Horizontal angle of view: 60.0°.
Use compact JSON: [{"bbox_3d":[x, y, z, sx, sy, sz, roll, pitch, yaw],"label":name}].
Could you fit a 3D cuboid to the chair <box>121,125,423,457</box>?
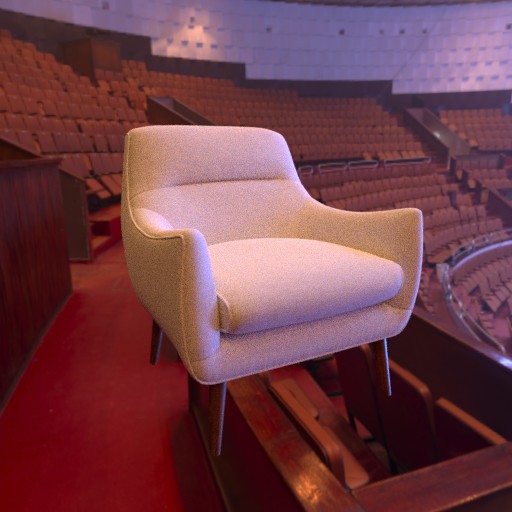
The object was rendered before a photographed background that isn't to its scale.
[{"bbox_3d":[0.000,0.000,1.445,0.762,0.838,0.787,-7,16,-28],"label":"chair"}]
